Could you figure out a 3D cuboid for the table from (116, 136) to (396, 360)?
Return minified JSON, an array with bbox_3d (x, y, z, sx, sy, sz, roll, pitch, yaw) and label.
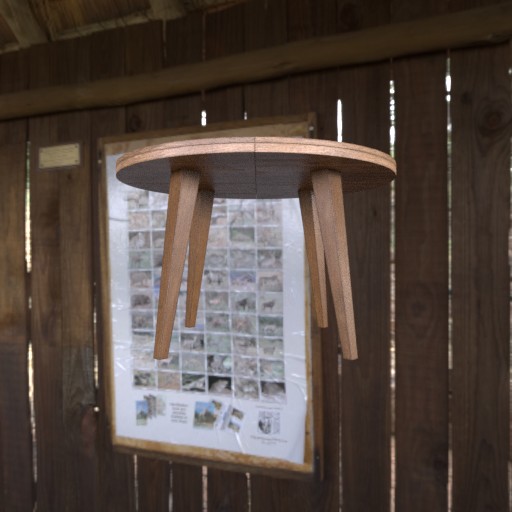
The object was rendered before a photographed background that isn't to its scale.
[{"bbox_3d":[0.000,0.000,2.014,1.213,0.764,1.213,0,0,0],"label":"table"}]
